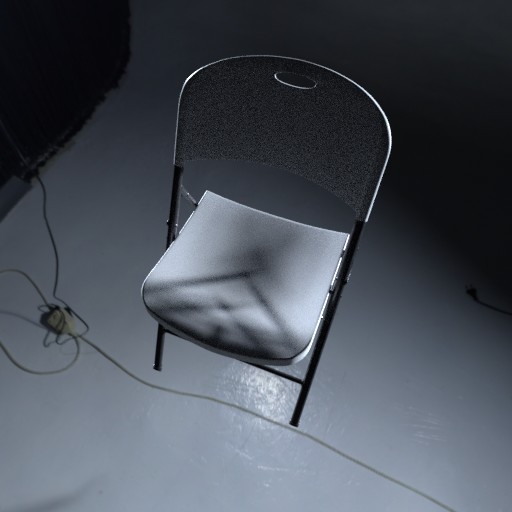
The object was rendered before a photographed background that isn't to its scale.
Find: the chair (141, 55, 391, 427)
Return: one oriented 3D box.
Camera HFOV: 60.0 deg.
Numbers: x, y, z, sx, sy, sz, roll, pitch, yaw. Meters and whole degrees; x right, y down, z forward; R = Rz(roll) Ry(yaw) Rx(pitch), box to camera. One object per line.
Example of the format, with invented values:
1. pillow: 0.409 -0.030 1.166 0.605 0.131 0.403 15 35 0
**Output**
1. chair: 0.000 0.000 1.177 0.494 0.810 0.566 18 59 12
